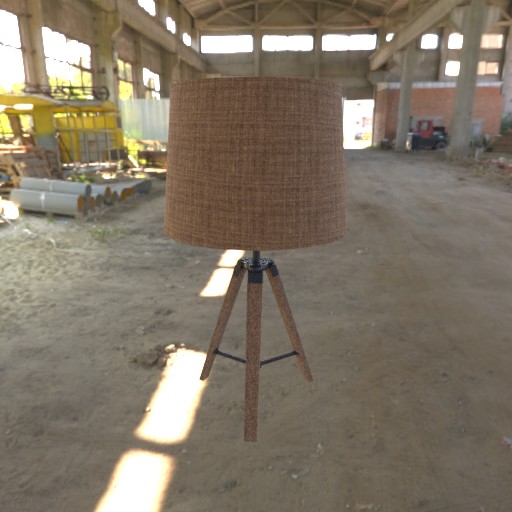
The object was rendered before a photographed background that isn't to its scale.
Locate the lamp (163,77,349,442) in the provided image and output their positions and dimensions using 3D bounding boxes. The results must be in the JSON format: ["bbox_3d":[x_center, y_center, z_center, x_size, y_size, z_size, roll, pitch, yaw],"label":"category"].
[{"bbox_3d":[0.000,0.000,0.719,0.290,0.514,0.290,0,16,0],"label":"lamp"}]
